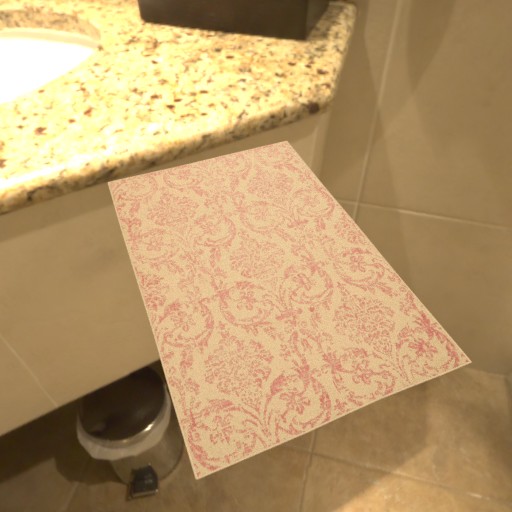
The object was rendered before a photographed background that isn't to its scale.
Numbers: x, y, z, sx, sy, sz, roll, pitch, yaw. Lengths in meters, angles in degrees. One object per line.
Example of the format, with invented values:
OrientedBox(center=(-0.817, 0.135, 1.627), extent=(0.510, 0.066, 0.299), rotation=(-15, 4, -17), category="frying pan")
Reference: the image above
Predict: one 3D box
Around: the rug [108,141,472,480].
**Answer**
OrientedBox(center=(0.000, 0.000, 3.429), extent=(1.819, 0.018, 2.746), rotation=(-17, 49, -15), category="rug")
